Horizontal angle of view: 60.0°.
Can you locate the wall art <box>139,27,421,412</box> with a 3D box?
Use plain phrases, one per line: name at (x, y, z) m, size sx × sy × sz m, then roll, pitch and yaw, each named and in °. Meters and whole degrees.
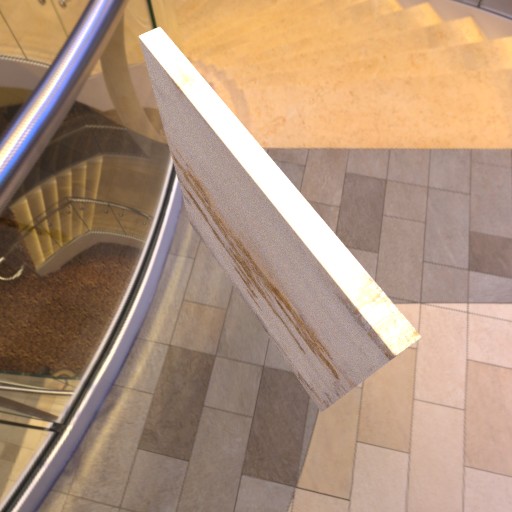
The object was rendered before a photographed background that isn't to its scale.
wall art at (0.000, 0.000, 0.878) m, size 0.040 × 0.613 × 0.611 m, roll -31°, pitch 69°, yaw -14°
